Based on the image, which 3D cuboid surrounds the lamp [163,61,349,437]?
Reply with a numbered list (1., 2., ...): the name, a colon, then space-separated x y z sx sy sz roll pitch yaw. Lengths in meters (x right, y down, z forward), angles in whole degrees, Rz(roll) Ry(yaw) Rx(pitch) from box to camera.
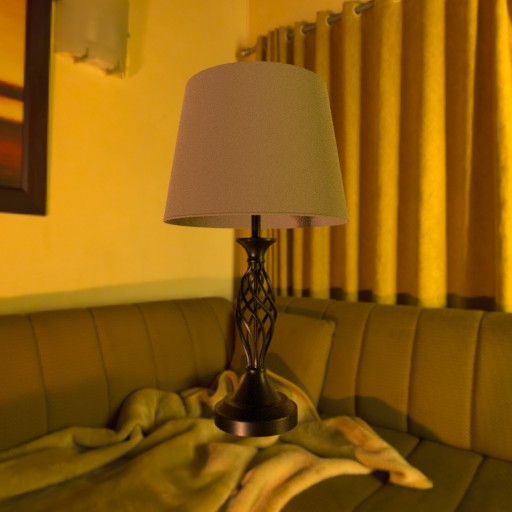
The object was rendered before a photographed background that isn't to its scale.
1. lamp: 0.000 0.000 0.801 0.331 0.594 0.331 0 0 0
